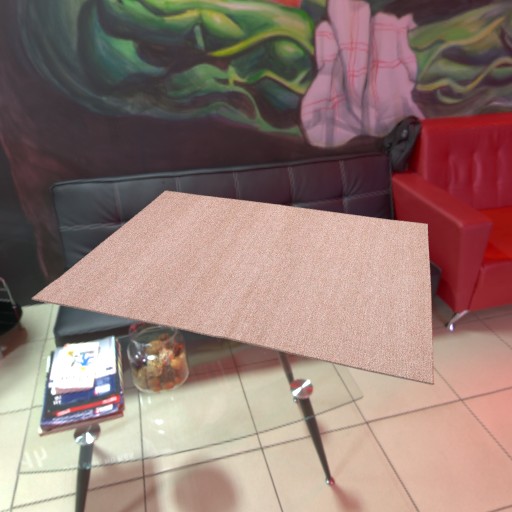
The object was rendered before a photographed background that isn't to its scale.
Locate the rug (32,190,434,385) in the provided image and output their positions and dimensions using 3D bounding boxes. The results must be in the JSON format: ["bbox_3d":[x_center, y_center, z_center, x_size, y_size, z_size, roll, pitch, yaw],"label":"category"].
[{"bbox_3d":[0.000,0.000,4.282,3.202,0.045,2.434,9,32,15],"label":"rug"}]
